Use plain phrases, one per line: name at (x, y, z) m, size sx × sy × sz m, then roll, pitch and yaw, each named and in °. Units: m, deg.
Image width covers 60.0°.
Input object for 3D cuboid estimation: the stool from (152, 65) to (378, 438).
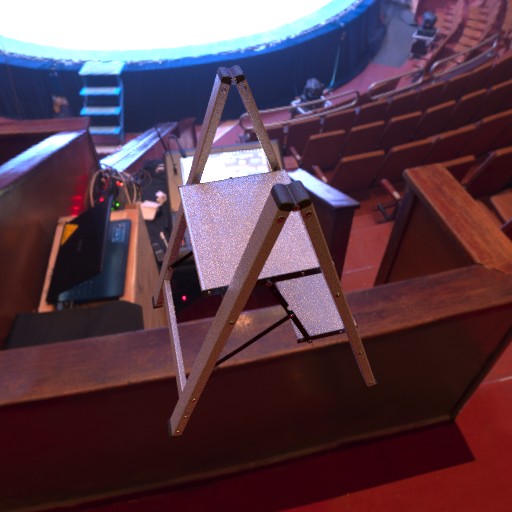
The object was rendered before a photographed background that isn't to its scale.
stool at (0.000, 0.000, 0.992) m, size 0.535 × 0.670 × 0.440 m, roll -11°, pitch 48°, yaw -10°
